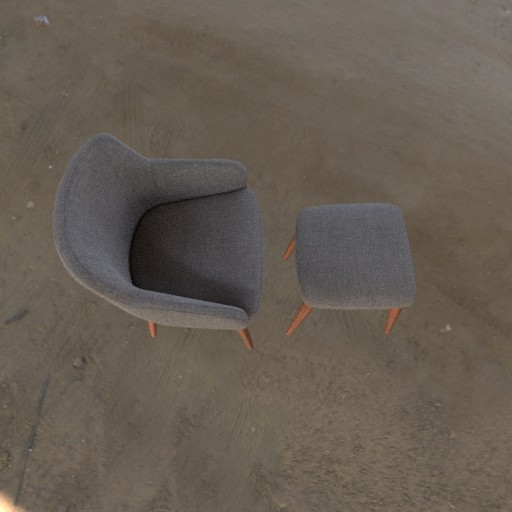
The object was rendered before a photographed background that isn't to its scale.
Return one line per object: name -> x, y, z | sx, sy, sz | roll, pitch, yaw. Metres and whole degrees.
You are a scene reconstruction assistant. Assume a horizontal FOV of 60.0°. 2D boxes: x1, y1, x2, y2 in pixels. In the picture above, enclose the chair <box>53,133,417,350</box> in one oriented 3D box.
chair -> 0.000, 0.000, 1.567 | 1.107, 0.799, 0.584 | -1, 65, 0
